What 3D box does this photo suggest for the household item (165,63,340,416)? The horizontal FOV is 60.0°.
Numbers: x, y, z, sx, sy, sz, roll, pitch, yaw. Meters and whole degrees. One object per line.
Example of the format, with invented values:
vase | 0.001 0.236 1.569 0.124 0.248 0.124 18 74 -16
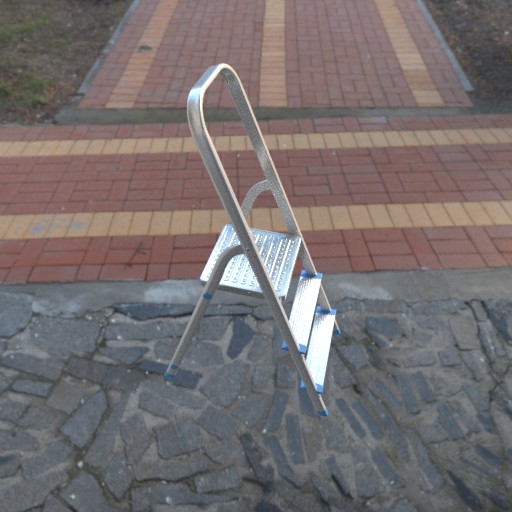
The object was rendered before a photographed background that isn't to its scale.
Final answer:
household item | 0.000 0.000 1.506 0.687 1.215 0.420 11 47 10
